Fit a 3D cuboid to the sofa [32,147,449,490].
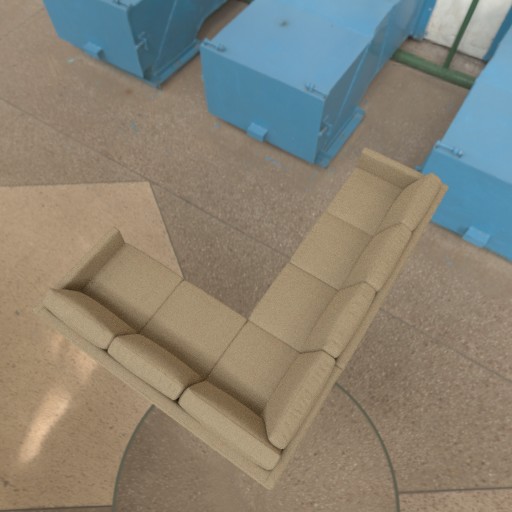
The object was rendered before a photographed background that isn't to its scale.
[{"bbox_3d":[0.000,0.000,4.236,2.432,0.871,3.182,31,66,15],"label":"sofa"}]
